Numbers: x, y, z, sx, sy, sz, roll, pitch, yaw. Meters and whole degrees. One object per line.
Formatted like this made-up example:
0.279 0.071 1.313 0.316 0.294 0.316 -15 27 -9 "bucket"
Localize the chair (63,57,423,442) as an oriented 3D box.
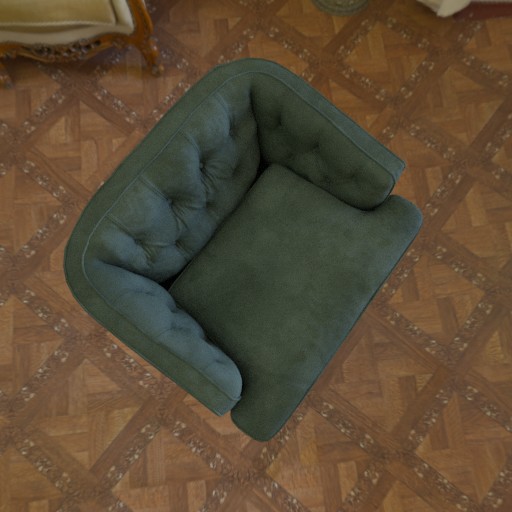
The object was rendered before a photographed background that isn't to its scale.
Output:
0.000 0.000 1.760 0.941 0.852 1.104 36 79 8 "chair"
